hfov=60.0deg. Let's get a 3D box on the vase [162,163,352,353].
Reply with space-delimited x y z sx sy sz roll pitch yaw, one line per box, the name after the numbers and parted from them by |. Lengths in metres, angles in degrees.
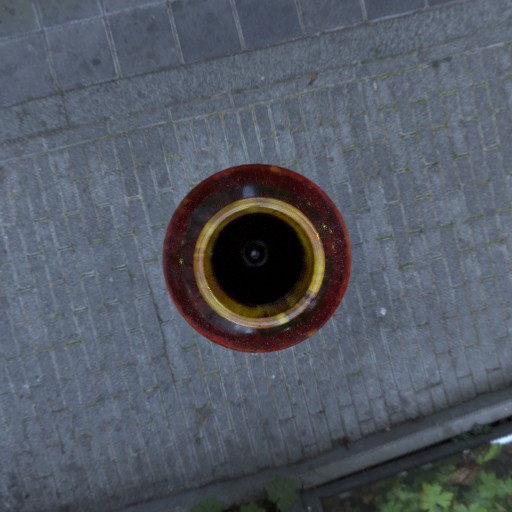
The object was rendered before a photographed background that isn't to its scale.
0.000 0.000 0.322 0.111 0.261 0.111 0 91 -1 | vase
